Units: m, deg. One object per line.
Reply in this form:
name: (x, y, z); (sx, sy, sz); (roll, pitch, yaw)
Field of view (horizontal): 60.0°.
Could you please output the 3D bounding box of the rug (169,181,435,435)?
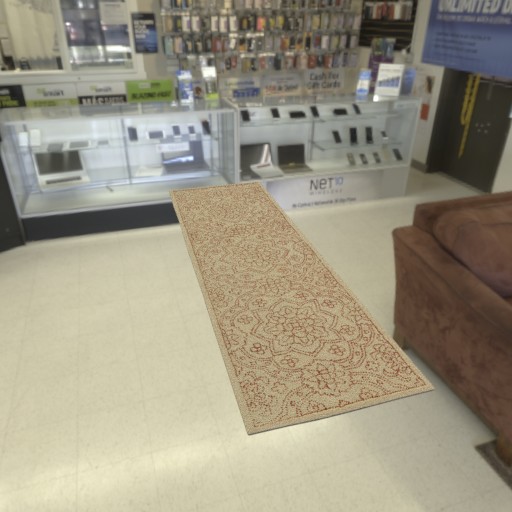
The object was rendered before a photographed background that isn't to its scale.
rug: (0.000, 0.000, 2.667); (0.769, 0.012, 2.448); (-8, 31, -14)
